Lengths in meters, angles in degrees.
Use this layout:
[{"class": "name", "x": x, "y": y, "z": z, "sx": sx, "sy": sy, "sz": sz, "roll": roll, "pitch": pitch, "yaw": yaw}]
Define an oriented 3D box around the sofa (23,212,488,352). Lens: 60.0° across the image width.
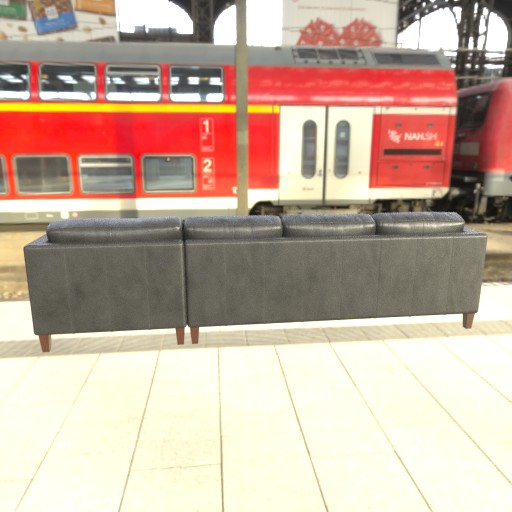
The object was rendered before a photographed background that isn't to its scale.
[{"class": "sofa", "x": 0.000, "y": 0.000, "z": 3.838, "sx": 3.203, "sy": 0.883, "sz": 1.581, "roll": -2, "pitch": 14, "yaw": -7}]
